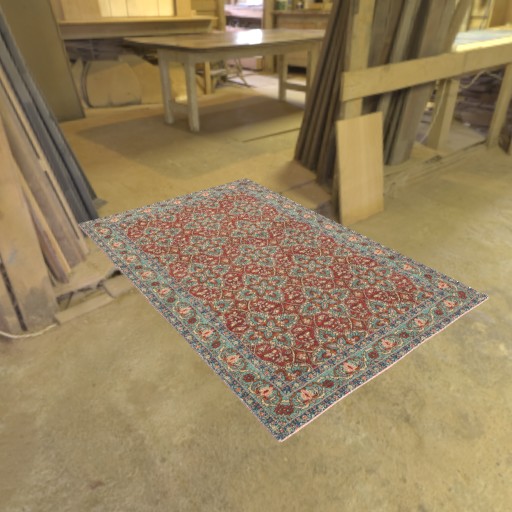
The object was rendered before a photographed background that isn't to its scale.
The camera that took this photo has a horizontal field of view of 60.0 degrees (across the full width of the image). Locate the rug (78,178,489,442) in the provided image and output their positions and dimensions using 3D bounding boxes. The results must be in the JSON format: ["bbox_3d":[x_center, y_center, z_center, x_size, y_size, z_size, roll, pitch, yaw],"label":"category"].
[{"bbox_3d":[0.000,0.000,2.273,1.219,0.009,1.829,-21,37,-31],"label":"rug"}]
